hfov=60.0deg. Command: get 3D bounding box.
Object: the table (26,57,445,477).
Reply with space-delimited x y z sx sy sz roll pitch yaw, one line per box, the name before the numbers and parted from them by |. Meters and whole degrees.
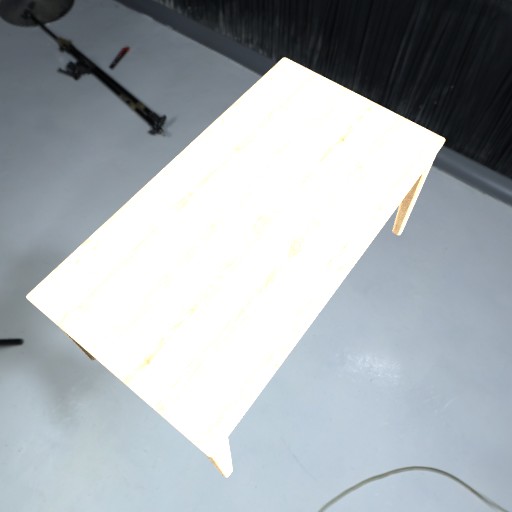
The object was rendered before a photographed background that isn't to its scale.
table | 0.000 0.000 2.038 0.900 0.760 1.600 34 68 16
